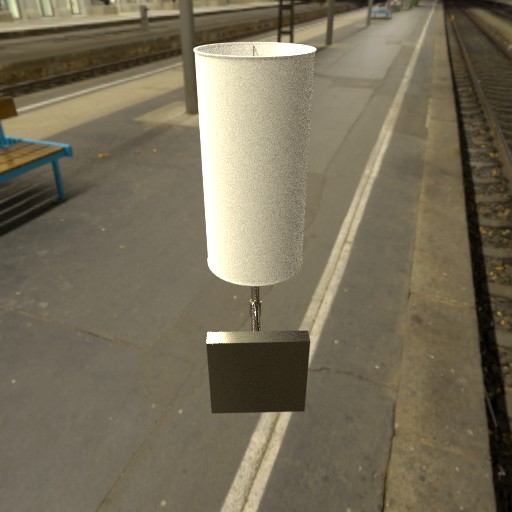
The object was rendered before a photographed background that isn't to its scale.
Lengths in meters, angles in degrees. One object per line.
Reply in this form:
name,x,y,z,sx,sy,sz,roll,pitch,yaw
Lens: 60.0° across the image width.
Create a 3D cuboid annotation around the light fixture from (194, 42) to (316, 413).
light fixture,0.000,0.000,0.552,0.128,0.462,0.208,-1,31,-1
